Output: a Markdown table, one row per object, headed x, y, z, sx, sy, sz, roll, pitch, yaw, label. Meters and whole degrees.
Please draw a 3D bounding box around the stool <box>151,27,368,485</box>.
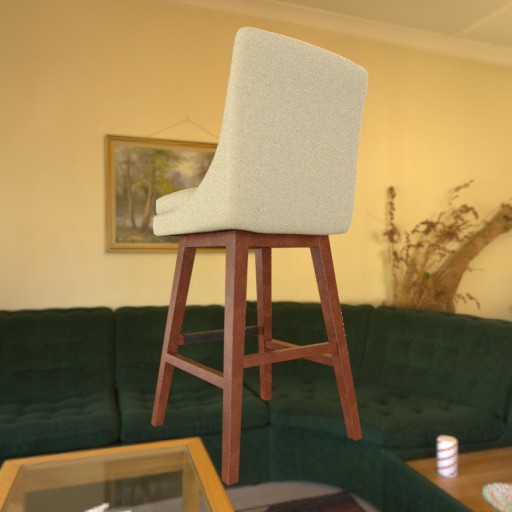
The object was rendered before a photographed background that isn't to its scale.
| x | y | z | sx | sy | sz | roll | pitch | yaw | label |
| --- | --- | --- | --- | --- | --- | --- | --- | --- | --- |
| 0.000 | 0.000 | 1.364 | 0.470 | 1.092 | 0.559 | 0 | 0 | -35 | stool |
